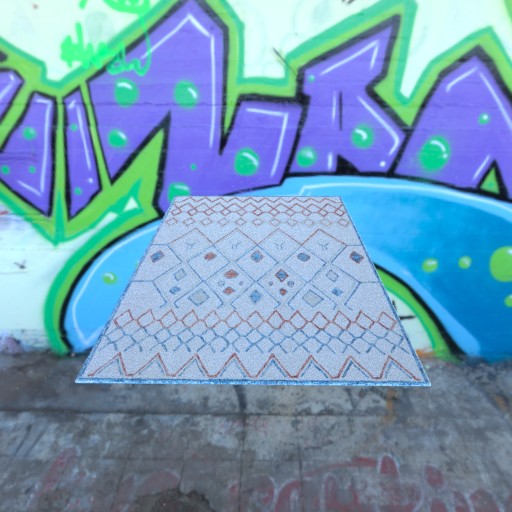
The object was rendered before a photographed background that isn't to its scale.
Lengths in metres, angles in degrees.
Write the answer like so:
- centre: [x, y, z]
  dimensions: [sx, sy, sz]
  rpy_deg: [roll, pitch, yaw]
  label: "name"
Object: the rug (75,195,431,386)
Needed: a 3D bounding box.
- centre: [0.000, 0.000, 2.979]
  dimensions: [1.524, 0.015, 2.438]
  rpy_deg: [0, 27, 1]
  label: "rug"
